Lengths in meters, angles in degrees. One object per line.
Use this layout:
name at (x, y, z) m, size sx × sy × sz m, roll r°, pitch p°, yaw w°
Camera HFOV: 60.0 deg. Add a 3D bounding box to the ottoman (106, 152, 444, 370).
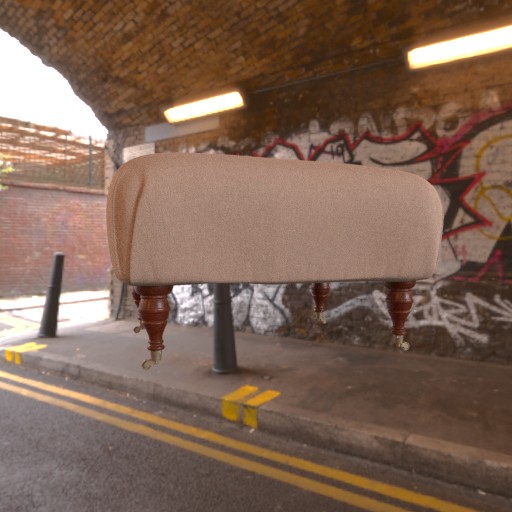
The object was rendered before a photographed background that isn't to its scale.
ottoman at (0.000, 0.000, 1.176) m, size 0.746 × 0.450 × 0.639 m, roll 0°, pitch 0°, yaw -17°
